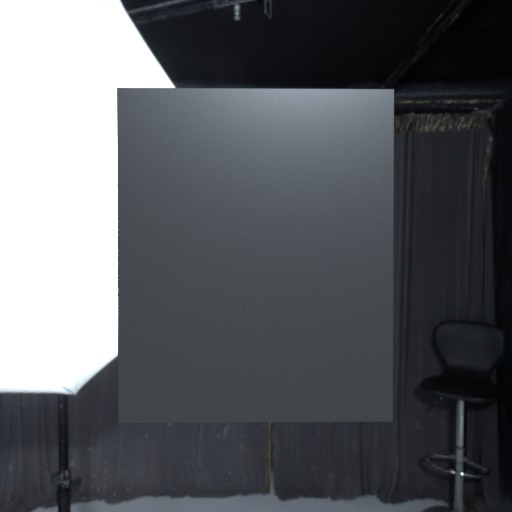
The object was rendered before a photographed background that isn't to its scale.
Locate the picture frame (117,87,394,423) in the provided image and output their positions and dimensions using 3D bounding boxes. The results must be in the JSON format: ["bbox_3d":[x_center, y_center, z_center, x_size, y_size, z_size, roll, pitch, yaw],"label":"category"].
[{"bbox_3d":[0.000,0.000,0.752,0.460,0.556,0.028,0,1,-1],"label":"picture frame"}]
